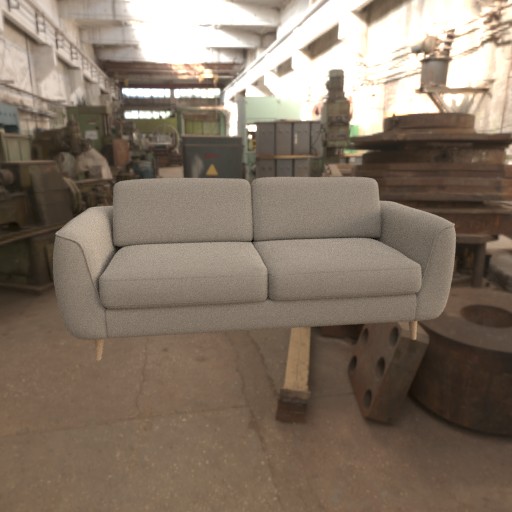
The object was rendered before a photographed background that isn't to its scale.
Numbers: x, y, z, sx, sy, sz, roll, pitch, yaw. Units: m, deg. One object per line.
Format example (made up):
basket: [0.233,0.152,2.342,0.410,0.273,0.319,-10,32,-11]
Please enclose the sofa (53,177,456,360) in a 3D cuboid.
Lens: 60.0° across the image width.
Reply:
sofa: [0.000,0.000,2.545,2.000,0.850,0.920,-2,15,-8]
